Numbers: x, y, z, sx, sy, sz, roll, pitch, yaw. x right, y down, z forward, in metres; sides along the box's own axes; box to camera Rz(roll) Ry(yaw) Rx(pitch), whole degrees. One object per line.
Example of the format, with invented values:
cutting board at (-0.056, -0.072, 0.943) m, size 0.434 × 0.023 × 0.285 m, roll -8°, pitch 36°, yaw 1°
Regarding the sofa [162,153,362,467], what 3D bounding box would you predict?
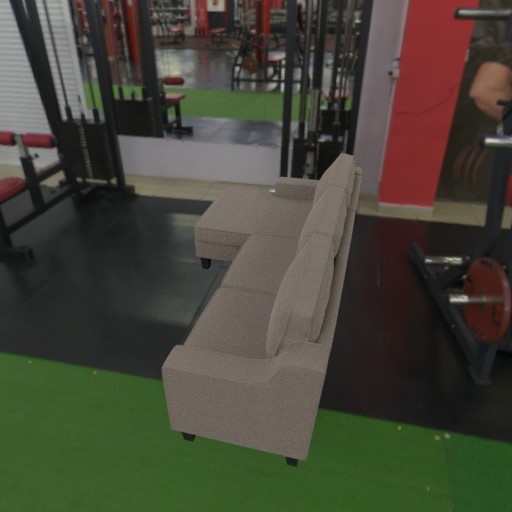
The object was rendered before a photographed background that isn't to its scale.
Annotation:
sofa at (0.000, 0.000, 3.171) m, size 1.294 × 0.928 × 2.561 m, roll 8°, pitch 32°, yaw 13°
